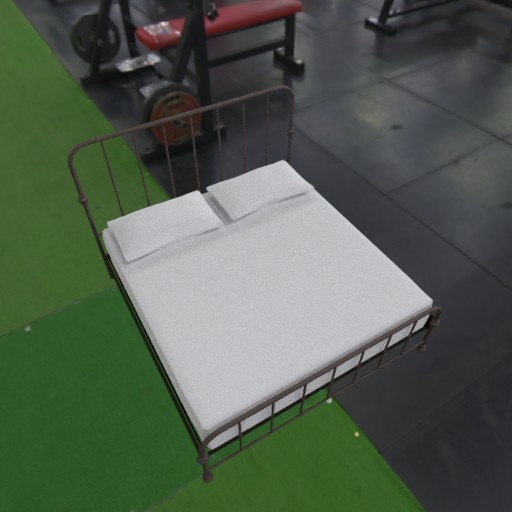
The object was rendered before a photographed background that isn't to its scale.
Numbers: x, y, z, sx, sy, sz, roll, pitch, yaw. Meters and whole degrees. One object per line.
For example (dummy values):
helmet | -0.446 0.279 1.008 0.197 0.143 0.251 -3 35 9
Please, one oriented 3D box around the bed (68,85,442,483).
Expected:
bed | 0.000 0.000 3.425 2.044 1.446 2.134 -23 51 -20
